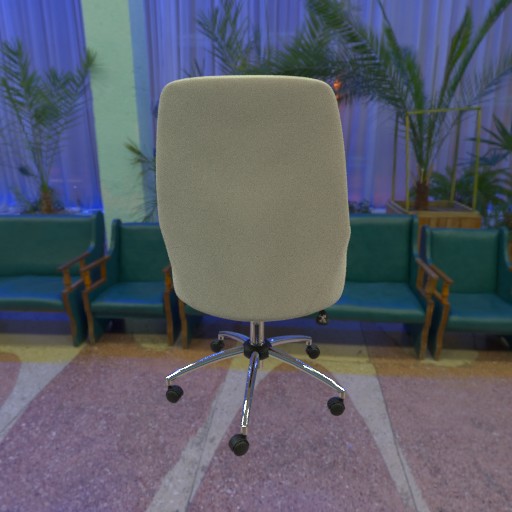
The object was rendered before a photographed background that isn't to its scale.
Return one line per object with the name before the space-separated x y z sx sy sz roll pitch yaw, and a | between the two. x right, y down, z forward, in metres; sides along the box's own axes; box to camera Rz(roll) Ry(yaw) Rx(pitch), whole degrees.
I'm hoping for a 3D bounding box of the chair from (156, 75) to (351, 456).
chair | 0.000 0.000 1.444 0.620 1.049 0.640 2 17 7
